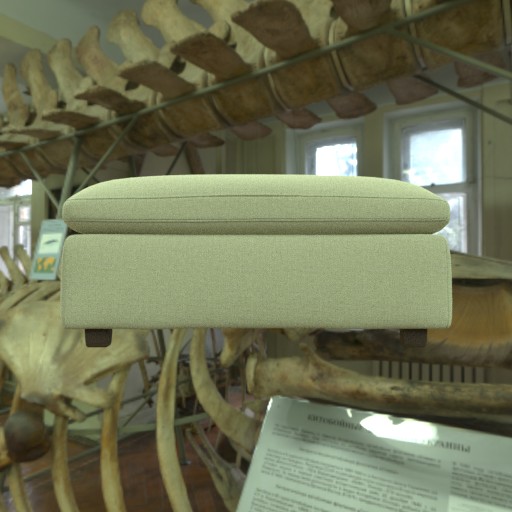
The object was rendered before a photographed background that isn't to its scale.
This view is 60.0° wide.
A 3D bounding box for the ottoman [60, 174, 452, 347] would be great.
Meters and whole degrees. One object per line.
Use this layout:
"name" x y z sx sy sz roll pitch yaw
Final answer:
"ottoman" 0.000 0.000 1.535 0.996 0.467 0.977 0 -1 0
